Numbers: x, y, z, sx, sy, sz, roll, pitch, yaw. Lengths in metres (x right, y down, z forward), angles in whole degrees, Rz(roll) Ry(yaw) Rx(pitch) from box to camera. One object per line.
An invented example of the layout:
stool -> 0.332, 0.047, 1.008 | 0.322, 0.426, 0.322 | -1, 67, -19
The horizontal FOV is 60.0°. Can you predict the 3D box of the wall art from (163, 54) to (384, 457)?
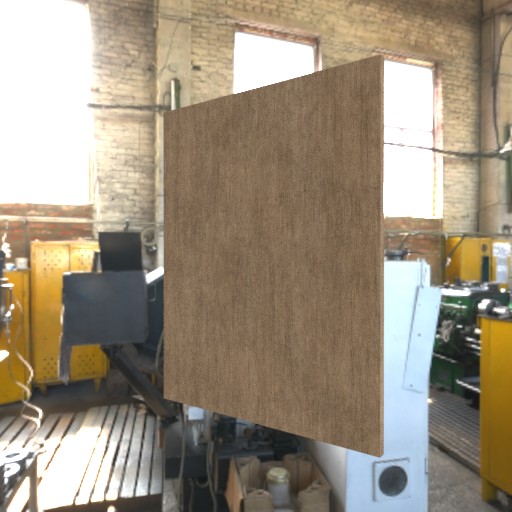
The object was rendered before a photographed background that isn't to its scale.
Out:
wall art -> 0.000, 0.000, 0.916 | 0.534, 0.686, 0.018 | 0, 0, 36
